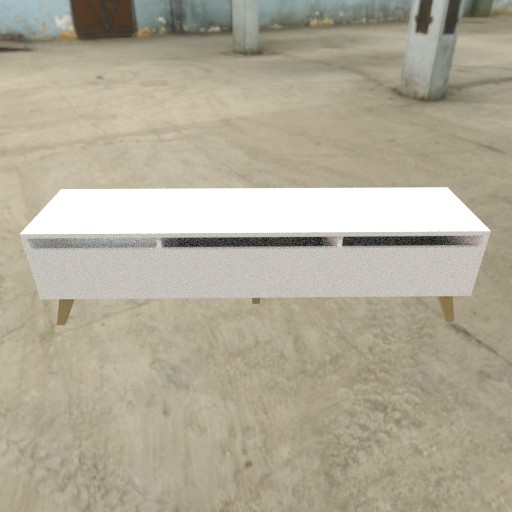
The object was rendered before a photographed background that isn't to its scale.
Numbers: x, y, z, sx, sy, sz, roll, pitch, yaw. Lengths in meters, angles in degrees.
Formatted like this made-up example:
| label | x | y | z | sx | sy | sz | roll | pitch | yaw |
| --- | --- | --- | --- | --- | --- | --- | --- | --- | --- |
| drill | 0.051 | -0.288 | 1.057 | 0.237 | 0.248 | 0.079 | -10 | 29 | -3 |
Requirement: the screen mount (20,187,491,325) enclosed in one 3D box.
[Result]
| label | x | y | z | sx | sy | sz | roll | pitch | yaw |
| --- | --- | --- | --- | --- | --- | --- | --- | --- | --- |
| screen mount | 0.000 | 0.000 | 1.828 | 1.644 | 0.432 | 0.399 | 0 | 31 | -1 |
